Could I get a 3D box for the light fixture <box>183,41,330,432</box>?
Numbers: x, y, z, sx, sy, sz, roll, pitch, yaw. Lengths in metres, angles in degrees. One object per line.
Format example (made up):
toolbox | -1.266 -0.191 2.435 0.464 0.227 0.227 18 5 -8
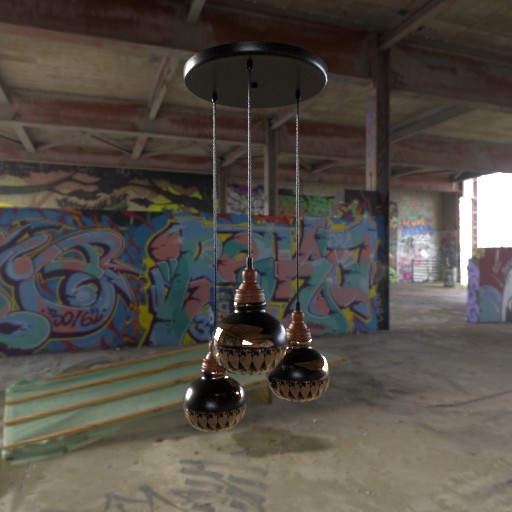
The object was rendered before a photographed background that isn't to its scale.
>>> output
light fixture | 0.000 0.000 1.710 0.608 1.410 0.605 0 0 0
